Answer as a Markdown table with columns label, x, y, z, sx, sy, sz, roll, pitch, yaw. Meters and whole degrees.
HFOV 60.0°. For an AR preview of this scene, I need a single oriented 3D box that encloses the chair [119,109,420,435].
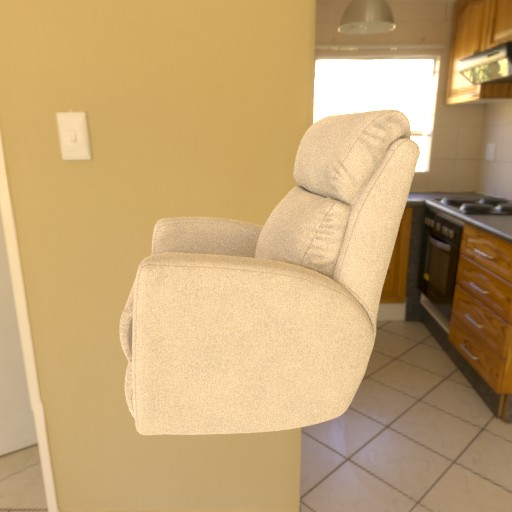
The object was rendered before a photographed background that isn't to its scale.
| label | x | y | z | sx | sy | sz | roll | pitch | yaw |
| --- | --- | --- | --- | --- | --- | --- | --- | --- | --- |
| chair | 0.000 | 0.000 | 1.646 | 0.940 | 1.021 | 0.794 | -2 | 15 | -8 |
